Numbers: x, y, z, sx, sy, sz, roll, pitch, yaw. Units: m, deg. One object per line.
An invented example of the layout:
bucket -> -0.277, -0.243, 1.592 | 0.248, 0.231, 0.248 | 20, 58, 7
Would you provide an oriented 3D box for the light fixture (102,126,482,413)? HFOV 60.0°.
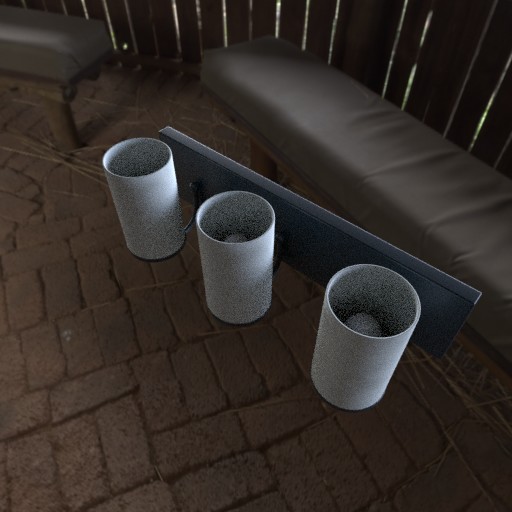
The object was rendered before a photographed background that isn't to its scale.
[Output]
light fixture -> 0.000, 0.000, 0.525 | 0.451, 0.172, 0.145 | 33, 56, 26
